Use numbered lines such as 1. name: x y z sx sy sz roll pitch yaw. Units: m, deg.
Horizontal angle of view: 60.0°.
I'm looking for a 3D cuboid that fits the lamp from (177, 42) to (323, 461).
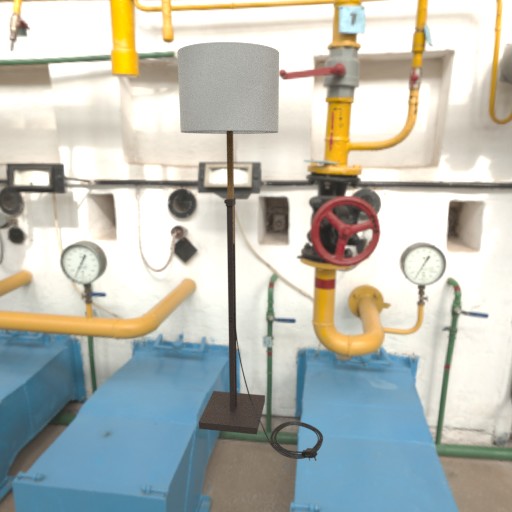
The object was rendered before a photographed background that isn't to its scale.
1. lamp: 0.000 0.000 1.927 0.639 1.650 0.474 2 14 9
